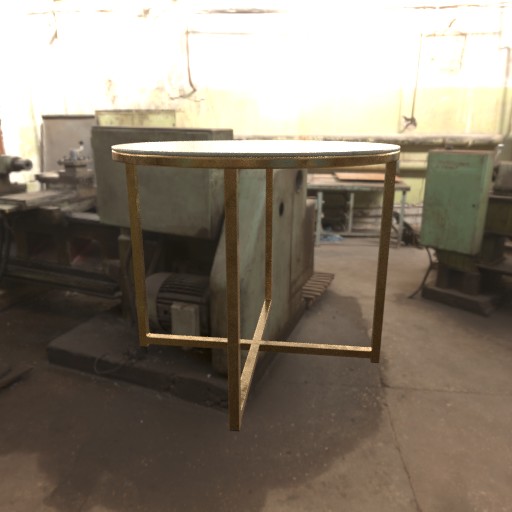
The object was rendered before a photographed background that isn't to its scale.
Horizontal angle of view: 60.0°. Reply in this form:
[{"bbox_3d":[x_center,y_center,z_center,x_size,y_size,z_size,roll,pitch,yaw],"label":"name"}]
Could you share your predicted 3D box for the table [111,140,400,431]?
[{"bbox_3d":[0.000,0.000,0.862,0.500,0.420,0.500,0,16,0],"label":"table"}]
